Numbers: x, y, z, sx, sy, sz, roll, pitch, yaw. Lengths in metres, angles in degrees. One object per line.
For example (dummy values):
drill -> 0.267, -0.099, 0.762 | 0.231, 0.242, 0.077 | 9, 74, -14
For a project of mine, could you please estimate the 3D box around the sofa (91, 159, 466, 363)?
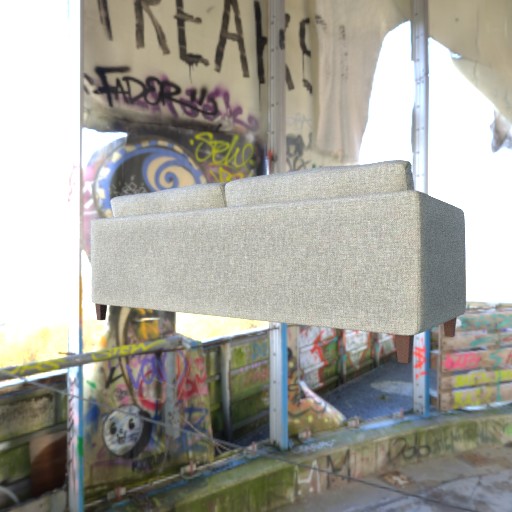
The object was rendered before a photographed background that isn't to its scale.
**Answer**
sofa -> 0.000, 0.000, 2.961 | 2.434, 0.951, 0.948 | 0, 0, 37
